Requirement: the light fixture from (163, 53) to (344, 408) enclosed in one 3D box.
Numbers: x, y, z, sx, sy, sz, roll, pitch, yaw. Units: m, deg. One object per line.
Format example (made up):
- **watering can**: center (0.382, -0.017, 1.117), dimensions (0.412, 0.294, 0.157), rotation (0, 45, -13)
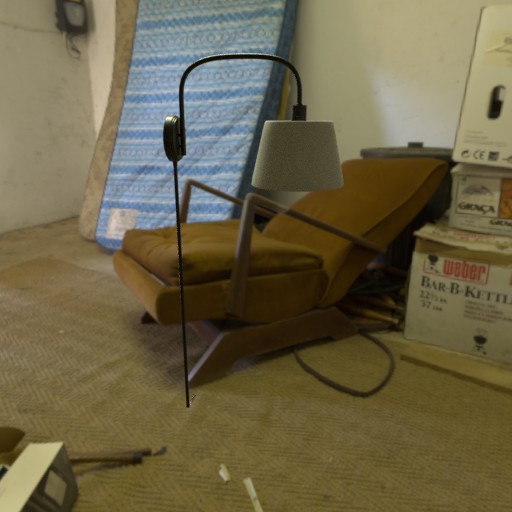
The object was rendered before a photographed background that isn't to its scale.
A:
- **light fixture**: center (0.000, 0.000, 0.476), dimensions (0.176, 0.399, 0.092), rotation (3, 17, 8)
